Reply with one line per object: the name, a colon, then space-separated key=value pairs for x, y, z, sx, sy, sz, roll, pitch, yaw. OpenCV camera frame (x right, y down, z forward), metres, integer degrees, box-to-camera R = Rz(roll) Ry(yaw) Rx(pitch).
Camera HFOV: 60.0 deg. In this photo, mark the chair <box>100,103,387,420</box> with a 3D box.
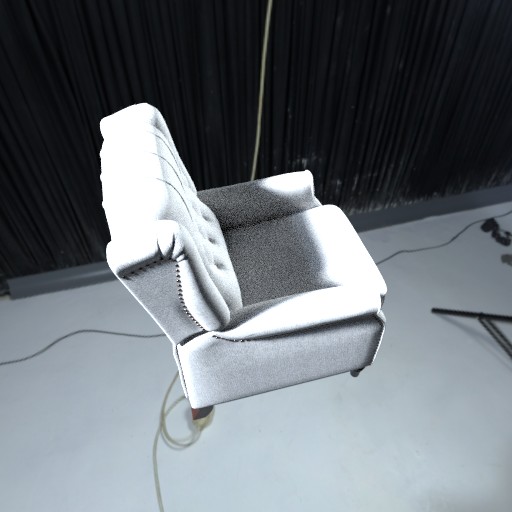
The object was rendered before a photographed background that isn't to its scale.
chair: x=0.000 y=0.000 z=1.648 sx=0.902 sy=1.035 sz=0.742 roll=-11 pitch=48 yaw=-10
